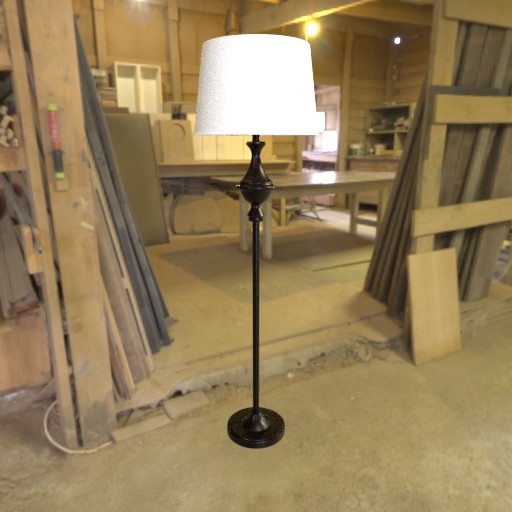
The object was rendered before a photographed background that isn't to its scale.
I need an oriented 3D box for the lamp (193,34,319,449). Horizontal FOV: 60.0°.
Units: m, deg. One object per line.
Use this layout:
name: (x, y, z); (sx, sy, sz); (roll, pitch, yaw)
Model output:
lamp: (0.000, 0.000, 1.646); (0.431, 1.484, 0.431); (0, 15, 0)
